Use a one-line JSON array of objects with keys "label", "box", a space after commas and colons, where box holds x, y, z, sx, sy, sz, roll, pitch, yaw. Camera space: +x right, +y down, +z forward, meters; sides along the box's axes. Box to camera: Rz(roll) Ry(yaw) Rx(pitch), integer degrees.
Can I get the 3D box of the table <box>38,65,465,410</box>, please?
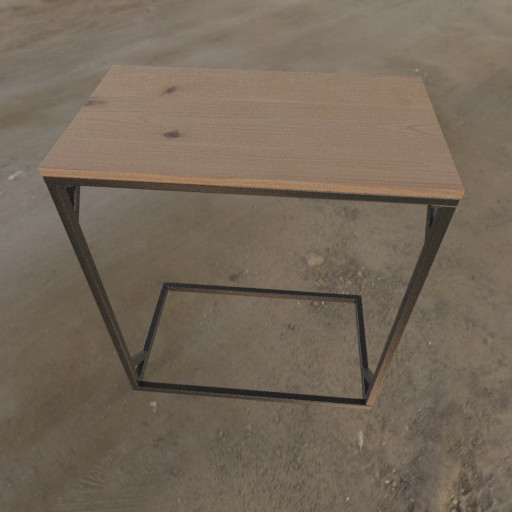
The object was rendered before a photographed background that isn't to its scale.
[{"label": "table", "box": [0.000, 0.000, 0.980, 0.597, 0.673, 0.351, 4, 46, 3]}]
